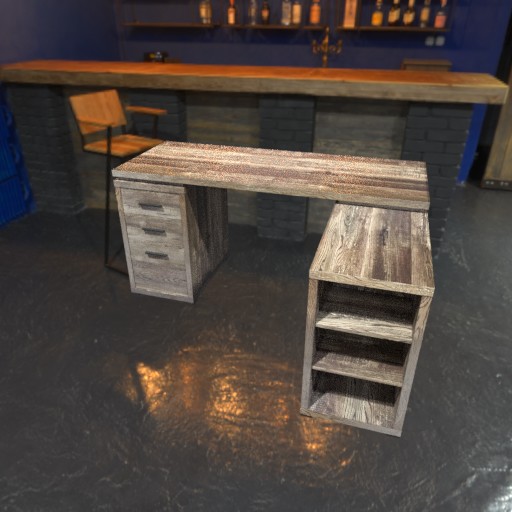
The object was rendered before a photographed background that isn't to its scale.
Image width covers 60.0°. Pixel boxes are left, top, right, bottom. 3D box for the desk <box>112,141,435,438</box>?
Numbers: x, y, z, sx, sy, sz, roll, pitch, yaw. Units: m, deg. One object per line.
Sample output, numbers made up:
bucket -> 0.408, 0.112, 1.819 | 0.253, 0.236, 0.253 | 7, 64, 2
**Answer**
desk -> 0.000, 0.000, 2.233 | 1.524, 0.753, 1.200 | 8, 30, 15
